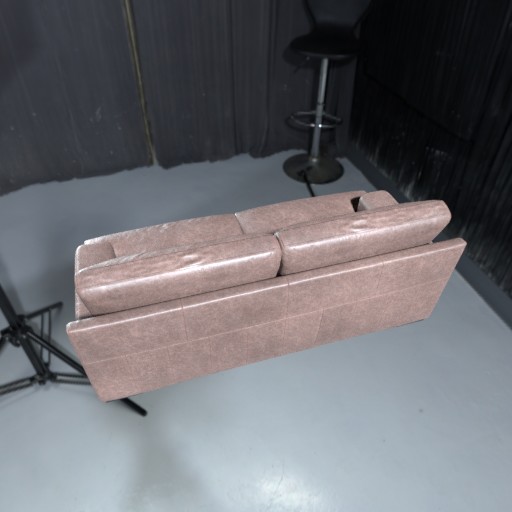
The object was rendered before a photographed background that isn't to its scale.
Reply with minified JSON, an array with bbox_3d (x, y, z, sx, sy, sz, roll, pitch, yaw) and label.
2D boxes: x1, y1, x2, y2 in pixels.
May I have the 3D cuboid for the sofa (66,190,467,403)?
[{"bbox_3d":[0.000,0.000,2.871,2.261,0.941,1.143,-12,43,-13],"label":"sofa"}]
